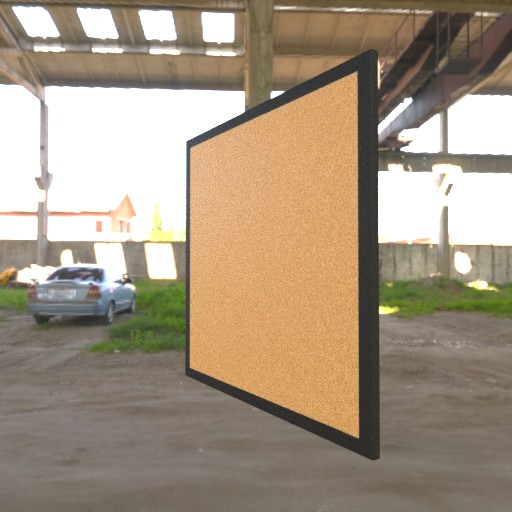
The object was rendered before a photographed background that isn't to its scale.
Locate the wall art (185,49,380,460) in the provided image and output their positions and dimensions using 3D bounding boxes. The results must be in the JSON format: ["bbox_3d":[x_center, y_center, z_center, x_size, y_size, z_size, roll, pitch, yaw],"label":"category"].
[{"bbox_3d":[0.000,0.000,0.979,0.016,0.659,0.663,1,-1,-35],"label":"wall art"}]
